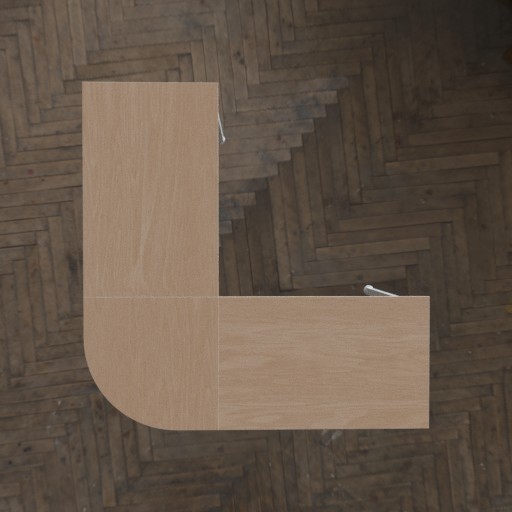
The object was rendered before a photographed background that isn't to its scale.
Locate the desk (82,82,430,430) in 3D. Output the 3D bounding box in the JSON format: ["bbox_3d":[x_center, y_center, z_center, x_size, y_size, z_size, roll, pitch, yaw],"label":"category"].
[{"bbox_3d":[0.000,0.000,2.170,1.400,0.762,1.400,0,91,-1],"label":"desk"}]
